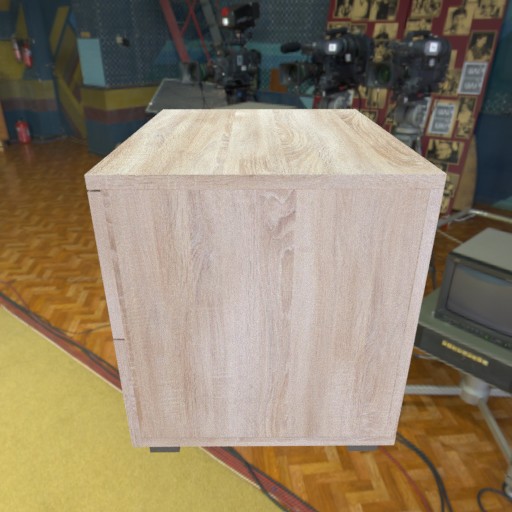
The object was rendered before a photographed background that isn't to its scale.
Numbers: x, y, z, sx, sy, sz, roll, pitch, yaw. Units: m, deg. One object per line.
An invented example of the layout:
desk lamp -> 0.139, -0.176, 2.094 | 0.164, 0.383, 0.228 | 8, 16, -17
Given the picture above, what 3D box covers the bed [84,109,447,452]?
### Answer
bed -> 0.000, 0.000, 0.765 | 0.401, 0.420, 0.460 | 0, 26, 0
